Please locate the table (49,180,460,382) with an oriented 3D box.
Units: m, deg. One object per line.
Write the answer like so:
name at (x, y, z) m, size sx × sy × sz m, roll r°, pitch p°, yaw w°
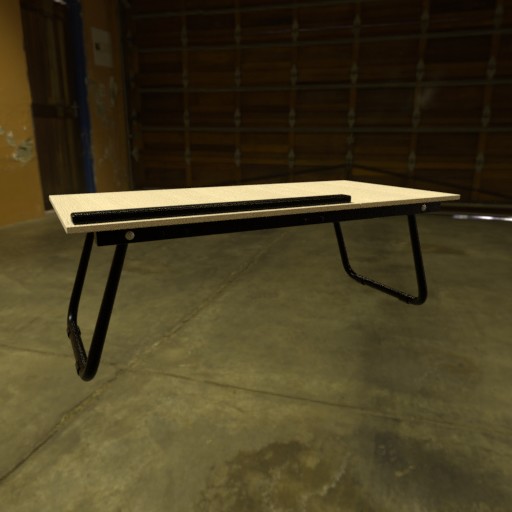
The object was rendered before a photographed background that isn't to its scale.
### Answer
table at (0.000, 0.000, 0.801) m, size 0.644 × 0.242 × 0.322 m, roll -8°, pitch 17°, yaw -26°
